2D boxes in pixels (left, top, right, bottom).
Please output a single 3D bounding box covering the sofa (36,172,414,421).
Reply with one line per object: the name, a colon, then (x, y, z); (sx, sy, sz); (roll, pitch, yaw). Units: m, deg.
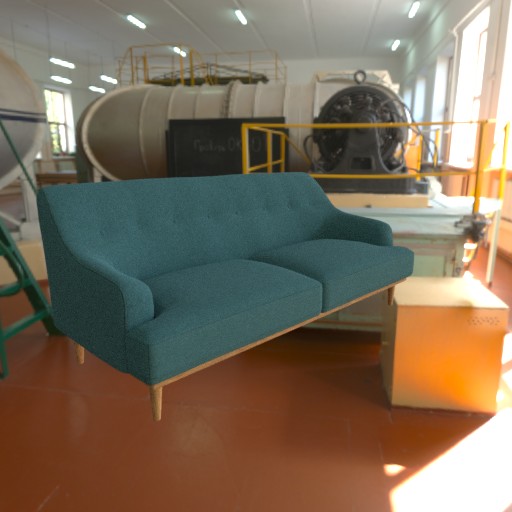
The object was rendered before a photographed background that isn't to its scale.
sofa: (0.000, 0.000, 2.534); (0.978, 0.871, 2.057); (13, 18, 43)
